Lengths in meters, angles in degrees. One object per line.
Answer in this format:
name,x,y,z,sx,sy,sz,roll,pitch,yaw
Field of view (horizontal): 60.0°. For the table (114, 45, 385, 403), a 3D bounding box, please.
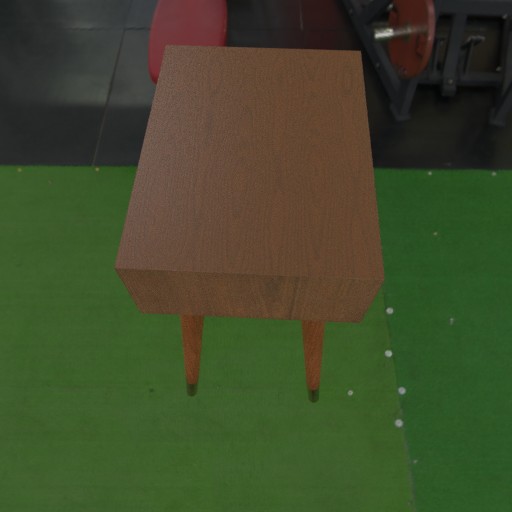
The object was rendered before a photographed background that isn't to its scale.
table,0.000,0.000,0.834,0.300,0.599,0.406,2,61,1
